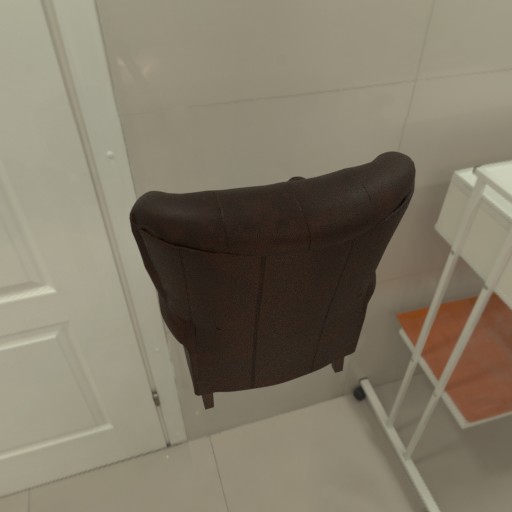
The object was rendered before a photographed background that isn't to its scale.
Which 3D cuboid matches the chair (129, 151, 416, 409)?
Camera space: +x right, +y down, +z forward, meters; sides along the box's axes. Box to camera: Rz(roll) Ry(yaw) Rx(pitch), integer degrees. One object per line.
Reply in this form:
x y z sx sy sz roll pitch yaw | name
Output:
0.000 0.000 1.914 0.948 1.158 1.058 -12 42 -13 | chair
